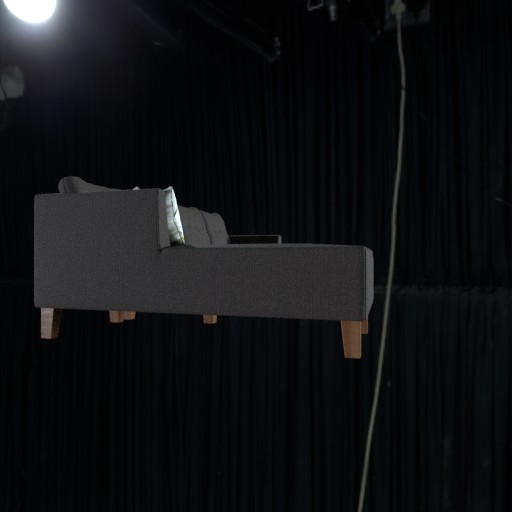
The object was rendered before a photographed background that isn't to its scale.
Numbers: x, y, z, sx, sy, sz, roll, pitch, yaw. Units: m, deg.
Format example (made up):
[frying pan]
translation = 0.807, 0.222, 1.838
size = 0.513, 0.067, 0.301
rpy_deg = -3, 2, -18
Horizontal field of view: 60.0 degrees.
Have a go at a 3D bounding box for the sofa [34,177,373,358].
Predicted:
[sofa]
translation = 0.000, 0.000, 3.481
size = 1.829, 0.932, 2.679
rpy_deg = 0, 0, 17
